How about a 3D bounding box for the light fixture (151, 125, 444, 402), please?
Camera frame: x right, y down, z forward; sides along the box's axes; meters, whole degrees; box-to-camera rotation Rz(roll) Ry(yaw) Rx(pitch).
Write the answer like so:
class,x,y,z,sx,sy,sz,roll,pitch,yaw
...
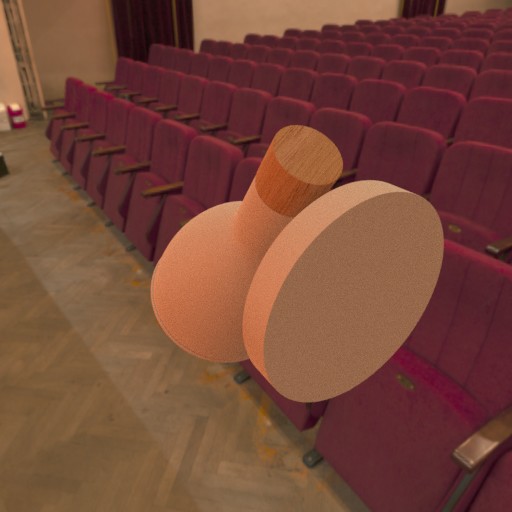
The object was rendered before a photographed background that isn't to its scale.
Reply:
class,x,y,z,sx,sy,sz,roll,pitch,yaw
light fixture,0.000,0.000,0.319,0.127,0.199,0.209,-18,34,-28
